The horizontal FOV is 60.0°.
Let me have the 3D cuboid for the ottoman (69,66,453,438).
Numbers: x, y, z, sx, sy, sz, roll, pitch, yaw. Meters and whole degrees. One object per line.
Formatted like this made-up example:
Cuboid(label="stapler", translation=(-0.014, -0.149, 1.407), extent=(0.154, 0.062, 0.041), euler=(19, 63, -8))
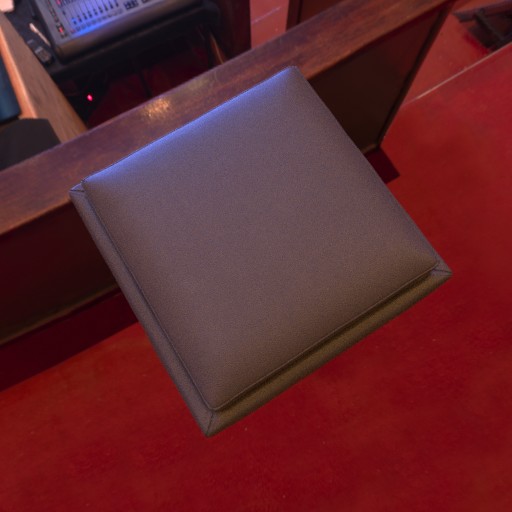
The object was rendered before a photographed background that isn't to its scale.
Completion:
Cuboid(label="ottoman", translation=(0.000, 0.000, 0.831), extent=(0.450, 0.460, 0.451), euler=(-31, 78, -8))
